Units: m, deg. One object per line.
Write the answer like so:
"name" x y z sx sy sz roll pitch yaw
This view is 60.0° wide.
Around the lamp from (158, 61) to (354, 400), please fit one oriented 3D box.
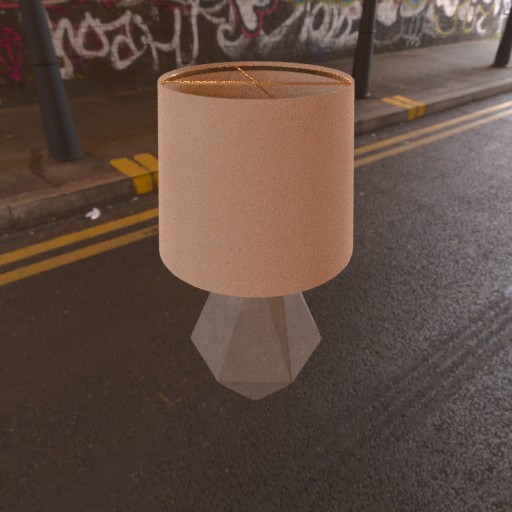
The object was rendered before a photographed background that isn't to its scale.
"lamp" 0.000 0.000 0.658 0.276 0.501 0.276 0 32 0
